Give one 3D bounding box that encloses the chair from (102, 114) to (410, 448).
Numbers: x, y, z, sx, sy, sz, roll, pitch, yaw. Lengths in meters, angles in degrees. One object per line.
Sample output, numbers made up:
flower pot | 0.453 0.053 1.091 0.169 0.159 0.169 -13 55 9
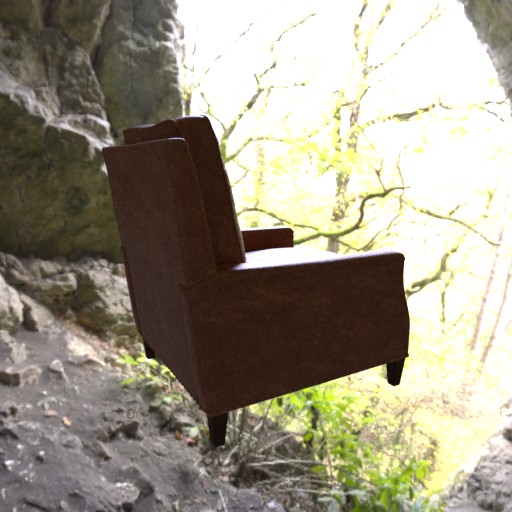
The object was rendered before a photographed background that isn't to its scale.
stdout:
chair | 0.000 0.000 1.862 1.035 1.054 0.854 -7 14 -29
